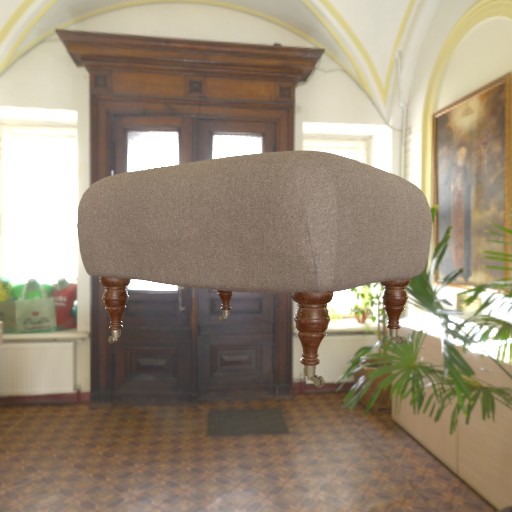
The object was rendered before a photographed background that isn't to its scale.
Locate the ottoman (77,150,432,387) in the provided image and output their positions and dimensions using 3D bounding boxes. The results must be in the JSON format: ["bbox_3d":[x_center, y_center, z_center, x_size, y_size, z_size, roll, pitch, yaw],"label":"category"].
[{"bbox_3d":[0.000,0.000,1.144,0.747,0.450,0.622,1,1,37],"label":"ottoman"}]
